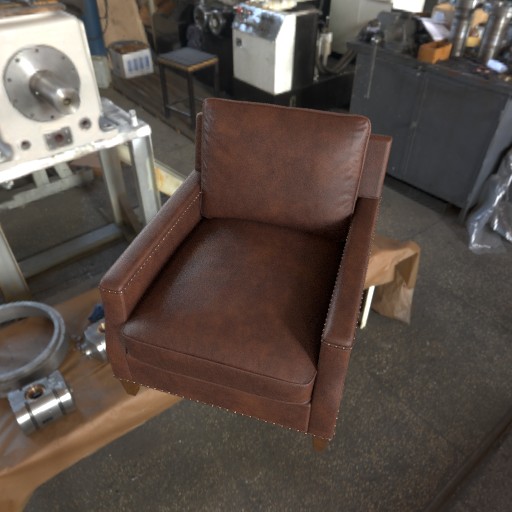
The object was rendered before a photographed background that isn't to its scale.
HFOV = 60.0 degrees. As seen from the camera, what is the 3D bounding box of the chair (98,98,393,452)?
[{"bbox_3d":[0.000,0.000,1.736,0.853,0.929,1.014,12,41,13],"label":"chair"}]
